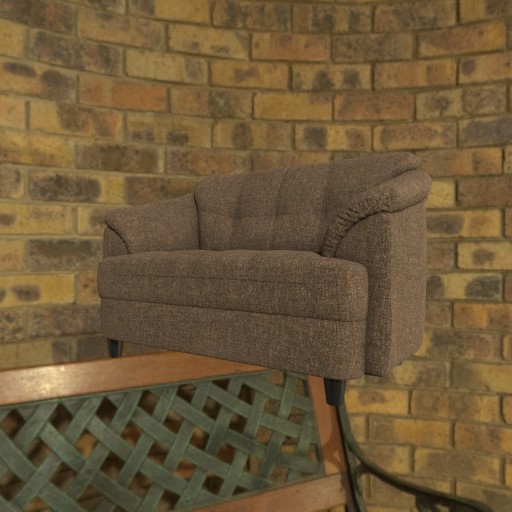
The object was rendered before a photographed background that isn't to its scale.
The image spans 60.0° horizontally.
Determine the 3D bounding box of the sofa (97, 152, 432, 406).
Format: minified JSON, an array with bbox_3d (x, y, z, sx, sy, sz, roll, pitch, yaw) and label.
[{"bbox_3d":[0.000,0.000,1.934,1.404,0.895,0.799,0,1,35],"label":"sofa"}]
